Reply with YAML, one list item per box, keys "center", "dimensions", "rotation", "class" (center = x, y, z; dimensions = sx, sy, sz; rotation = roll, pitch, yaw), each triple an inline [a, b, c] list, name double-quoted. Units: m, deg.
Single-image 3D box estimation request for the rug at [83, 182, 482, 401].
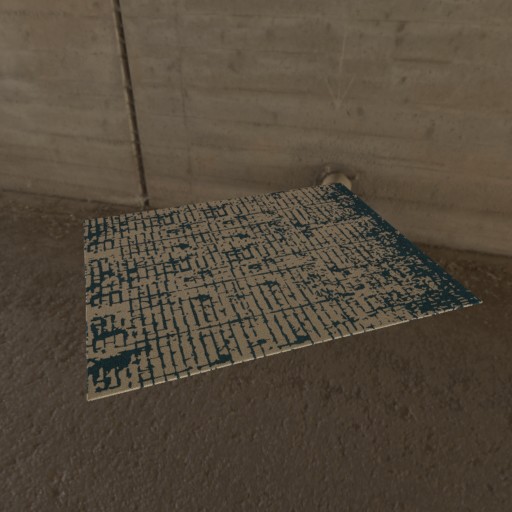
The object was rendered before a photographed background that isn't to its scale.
- center: [0.000, 0.000, 4.099]
  dimensions: [3.017, 0.014, 2.416]
  rotation: [-11, 35, -15]
  class: "rug"
